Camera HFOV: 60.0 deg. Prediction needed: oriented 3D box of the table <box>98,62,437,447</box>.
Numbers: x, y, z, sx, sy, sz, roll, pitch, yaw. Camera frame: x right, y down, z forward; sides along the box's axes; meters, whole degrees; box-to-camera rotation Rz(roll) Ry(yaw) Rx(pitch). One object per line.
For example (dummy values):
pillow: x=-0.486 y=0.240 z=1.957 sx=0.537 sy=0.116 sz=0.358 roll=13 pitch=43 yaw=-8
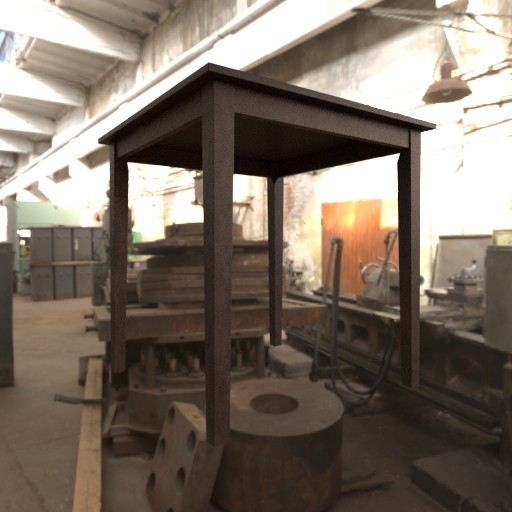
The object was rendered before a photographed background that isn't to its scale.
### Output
table: x=0.000 y=0.000 z=1.380 sx=0.749 sy=0.770 sz=0.749 roll=-1 pitch=2 yaw=-35
